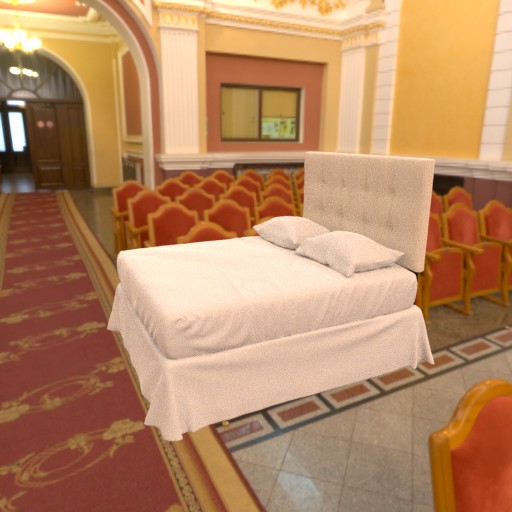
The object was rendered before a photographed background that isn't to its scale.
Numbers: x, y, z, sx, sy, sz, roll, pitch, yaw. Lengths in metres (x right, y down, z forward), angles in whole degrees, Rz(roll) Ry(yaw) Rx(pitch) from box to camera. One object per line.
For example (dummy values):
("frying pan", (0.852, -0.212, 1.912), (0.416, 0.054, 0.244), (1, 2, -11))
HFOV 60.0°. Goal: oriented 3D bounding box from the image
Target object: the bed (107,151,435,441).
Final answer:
("bed", (0.000, 0.000, 3.603), (2.222, 1.577, 1.936), (-7, 17, -25))
